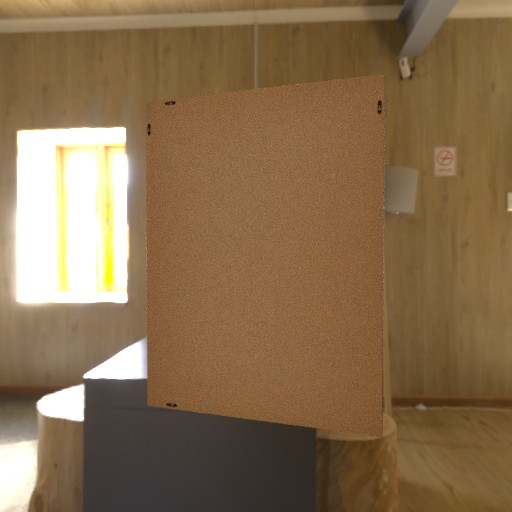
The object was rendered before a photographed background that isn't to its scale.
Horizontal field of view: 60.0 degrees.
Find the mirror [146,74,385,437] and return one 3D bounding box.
[{"bbox_3d":[0.000,0.000,1.376,0.762,1.016,0.041,0,1,19],"label":"mirror"}]
